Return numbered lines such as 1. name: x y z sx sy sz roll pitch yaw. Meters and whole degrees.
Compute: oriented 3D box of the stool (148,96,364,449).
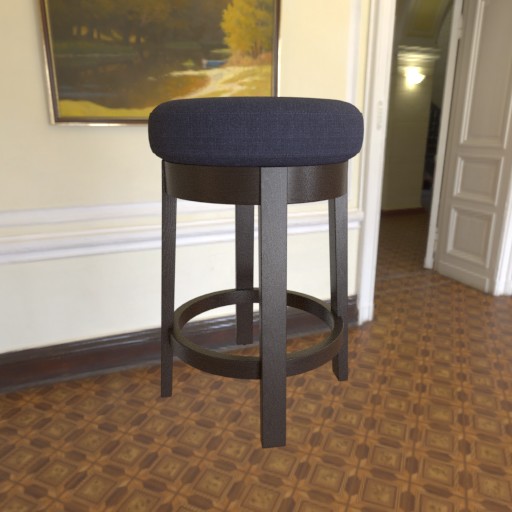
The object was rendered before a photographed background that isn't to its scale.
1. stool: 0.000 0.000 0.980 0.449 0.655 0.449 0 17 0
